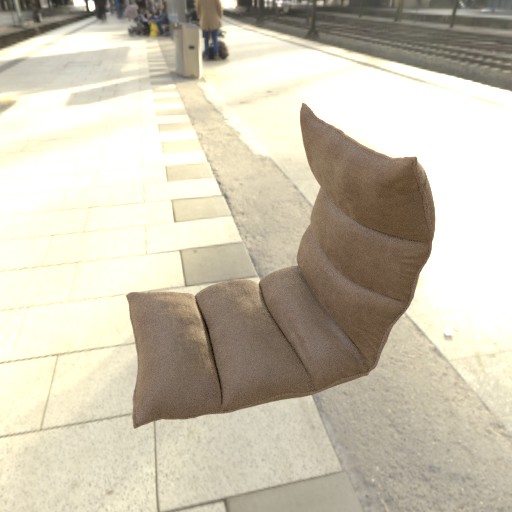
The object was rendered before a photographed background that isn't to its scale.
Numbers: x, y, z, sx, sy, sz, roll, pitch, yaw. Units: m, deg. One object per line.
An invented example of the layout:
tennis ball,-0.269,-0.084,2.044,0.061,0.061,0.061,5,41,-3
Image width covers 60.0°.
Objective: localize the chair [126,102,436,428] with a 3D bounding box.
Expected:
chair,0.000,0.000,1.583,0.985,0.892,0.714,-8,31,-13
